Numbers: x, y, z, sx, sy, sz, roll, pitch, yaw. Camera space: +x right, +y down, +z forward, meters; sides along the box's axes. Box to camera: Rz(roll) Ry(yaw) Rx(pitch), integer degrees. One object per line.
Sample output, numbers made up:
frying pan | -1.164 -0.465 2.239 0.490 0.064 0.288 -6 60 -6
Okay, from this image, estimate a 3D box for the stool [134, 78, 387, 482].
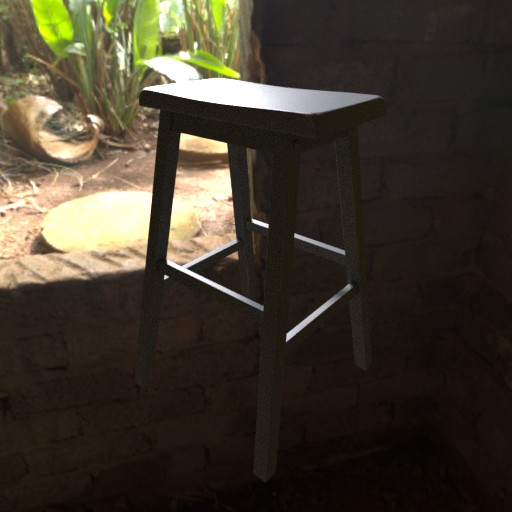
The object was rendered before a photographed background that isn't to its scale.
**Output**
stool | 0.000 0.000 1.051 0.457 0.737 0.476 22 35 35
